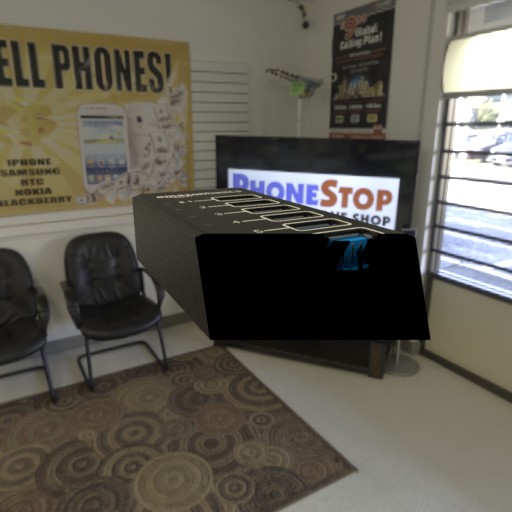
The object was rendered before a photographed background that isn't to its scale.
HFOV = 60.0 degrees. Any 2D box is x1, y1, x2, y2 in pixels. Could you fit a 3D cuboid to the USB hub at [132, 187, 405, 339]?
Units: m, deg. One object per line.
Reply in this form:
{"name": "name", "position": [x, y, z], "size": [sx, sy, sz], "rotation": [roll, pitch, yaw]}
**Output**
{"name": "USB hub", "position": [0.000, 0.000, 0.123], "size": [0.044, 0.023, 0.110], "rotation": [-8, 18, -26]}
